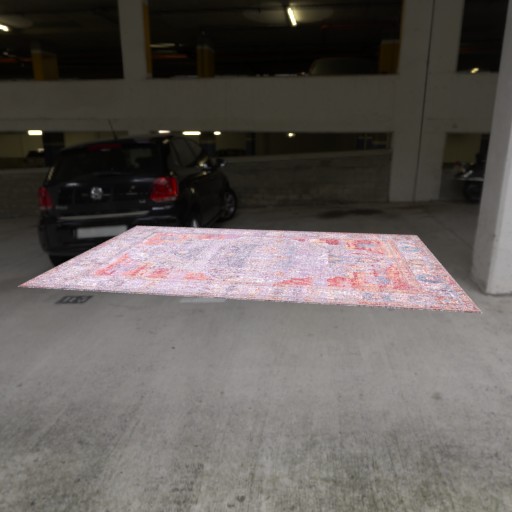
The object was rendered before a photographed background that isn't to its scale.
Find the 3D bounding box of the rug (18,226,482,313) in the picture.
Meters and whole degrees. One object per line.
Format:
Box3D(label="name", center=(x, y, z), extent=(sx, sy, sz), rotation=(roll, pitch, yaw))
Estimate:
Box3D(label="rug", center=(0.000, 0.000, 2.299), extent=(1.829, 0.005, 1.219), rotation=(2, 16, 8))
